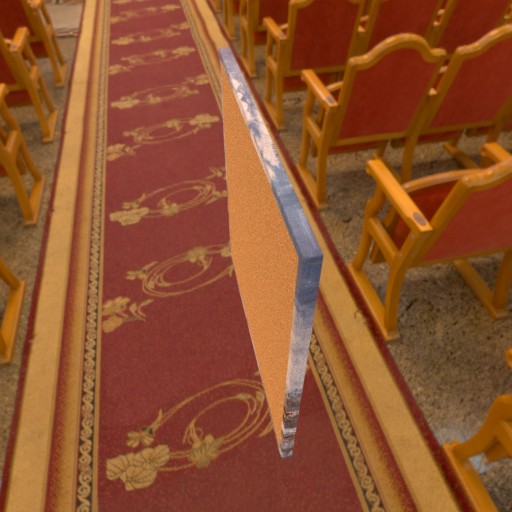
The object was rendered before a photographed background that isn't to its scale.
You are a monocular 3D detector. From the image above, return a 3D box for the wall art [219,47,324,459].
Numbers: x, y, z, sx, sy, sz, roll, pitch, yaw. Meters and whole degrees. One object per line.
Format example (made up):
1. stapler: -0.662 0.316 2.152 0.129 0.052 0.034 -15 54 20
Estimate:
1. wall art: 0.000 0.000 1.529 0.040 1.020 1.010 -9 47 -9
